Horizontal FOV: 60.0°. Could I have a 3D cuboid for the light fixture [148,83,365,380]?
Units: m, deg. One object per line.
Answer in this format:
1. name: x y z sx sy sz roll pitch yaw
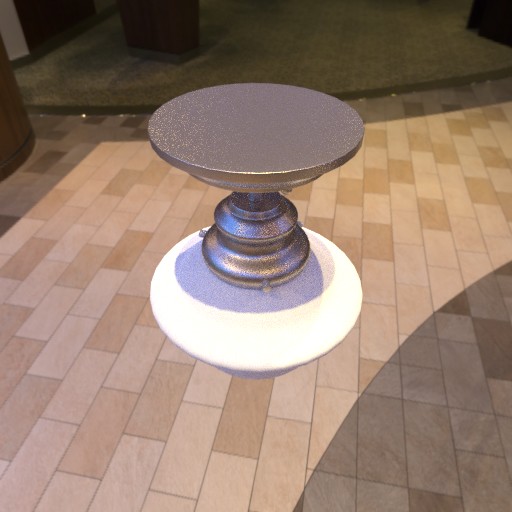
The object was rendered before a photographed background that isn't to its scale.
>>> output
1. light fixture: 0.000 0.000 0.397 0.199 0.254 0.199 0 40 0
